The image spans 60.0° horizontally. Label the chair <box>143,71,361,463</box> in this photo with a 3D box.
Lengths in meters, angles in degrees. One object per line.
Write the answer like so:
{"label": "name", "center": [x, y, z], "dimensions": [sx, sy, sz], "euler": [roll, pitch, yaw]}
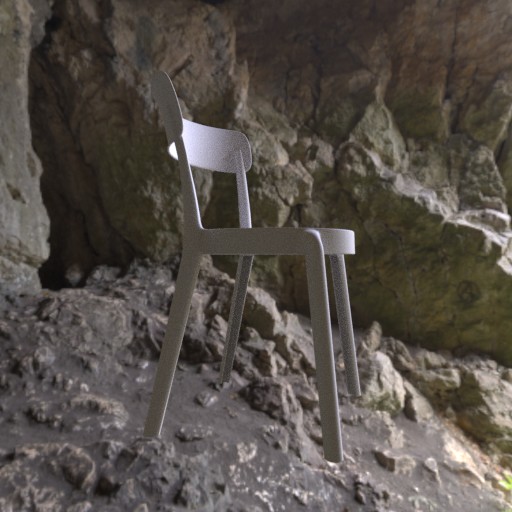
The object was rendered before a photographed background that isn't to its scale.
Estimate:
{"label": "chair", "center": [0.000, 0.000, 1.130], "dimensions": [0.491, 0.790, 0.506], "euler": [0, 0, 18]}
